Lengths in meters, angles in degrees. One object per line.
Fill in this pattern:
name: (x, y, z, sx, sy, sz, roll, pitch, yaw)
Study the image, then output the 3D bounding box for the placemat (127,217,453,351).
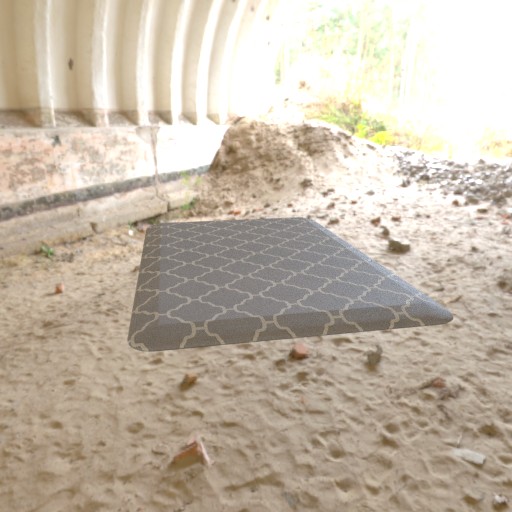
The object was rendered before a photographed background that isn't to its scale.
placemat: (0.000, 0.000, 0.996, 0.508, 0.021, 0.762, -3, 17, -11)
